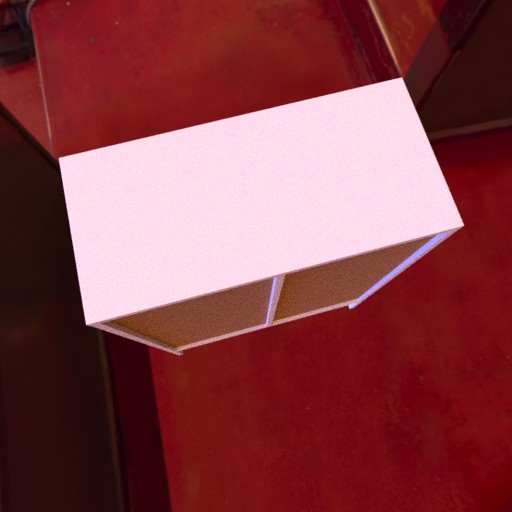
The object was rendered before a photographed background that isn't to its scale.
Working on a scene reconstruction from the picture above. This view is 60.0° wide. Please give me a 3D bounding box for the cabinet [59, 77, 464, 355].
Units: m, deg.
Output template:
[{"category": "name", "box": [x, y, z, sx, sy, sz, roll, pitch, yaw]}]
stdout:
[{"category": "cabinet", "box": [0.000, 0.000, 1.108, 0.600, 0.815, 0.296, -14, 75, -4]}]
